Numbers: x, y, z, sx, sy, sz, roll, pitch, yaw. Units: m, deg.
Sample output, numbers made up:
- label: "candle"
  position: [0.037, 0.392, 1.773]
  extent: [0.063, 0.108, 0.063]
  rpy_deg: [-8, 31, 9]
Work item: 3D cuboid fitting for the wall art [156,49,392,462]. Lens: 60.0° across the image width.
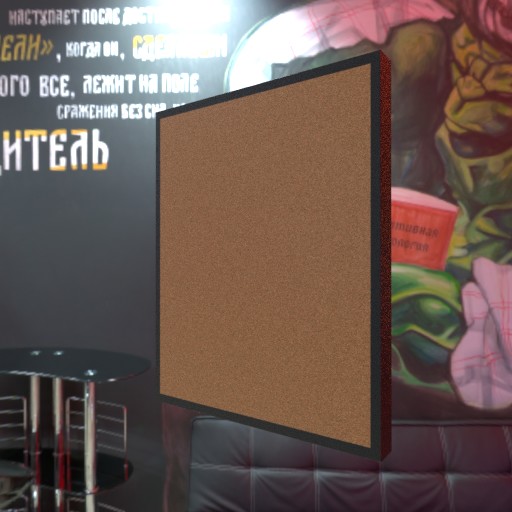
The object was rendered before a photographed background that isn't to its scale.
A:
- label: "wall art"
  position: [0.000, 0.000, 0.493]
  extent: [0.294, 0.369, 0.030]
  rpy_deg: [0, 0, 36]
